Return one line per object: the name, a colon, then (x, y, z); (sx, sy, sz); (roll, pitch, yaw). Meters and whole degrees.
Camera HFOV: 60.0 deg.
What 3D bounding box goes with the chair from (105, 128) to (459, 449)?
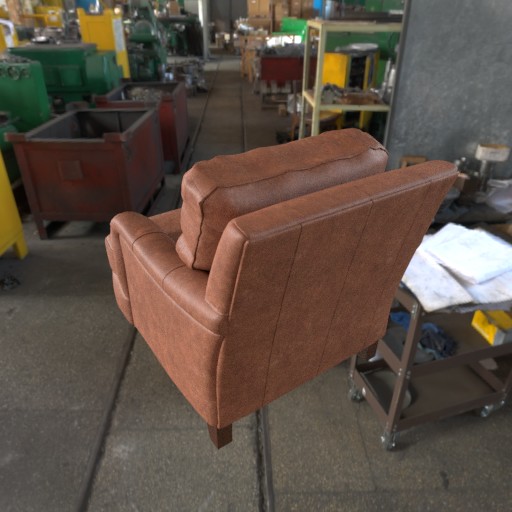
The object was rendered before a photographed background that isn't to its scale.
chair: (0.000, 0.000, 1.895); (0.986, 1.055, 1.158); (-20, 35, -30)
